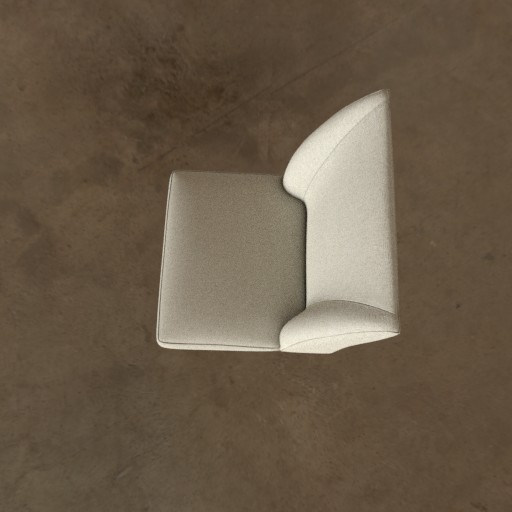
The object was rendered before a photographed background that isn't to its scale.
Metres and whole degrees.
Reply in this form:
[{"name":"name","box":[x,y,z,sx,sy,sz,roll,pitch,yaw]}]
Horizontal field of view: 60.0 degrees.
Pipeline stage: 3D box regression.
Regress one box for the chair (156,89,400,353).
[{"name":"chair","box":[0.000,0.000,1.209,0.522,0.863,0.508,2,76,0]}]
